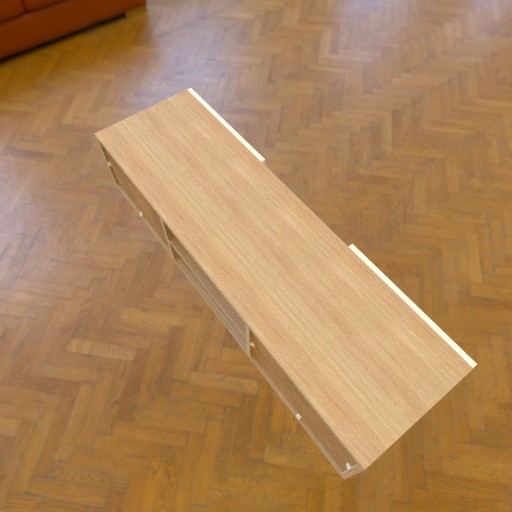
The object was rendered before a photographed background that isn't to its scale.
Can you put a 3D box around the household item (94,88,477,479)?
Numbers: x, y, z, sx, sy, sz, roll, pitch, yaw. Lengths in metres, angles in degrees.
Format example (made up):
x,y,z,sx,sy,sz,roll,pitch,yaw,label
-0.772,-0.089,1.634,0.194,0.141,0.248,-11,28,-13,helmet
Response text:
x,y,z,sx,sy,sz,roll,pitch,yaw,label
0.000,0.000,1.534,0.420,0.310,1.400,-33,65,-18,household item
